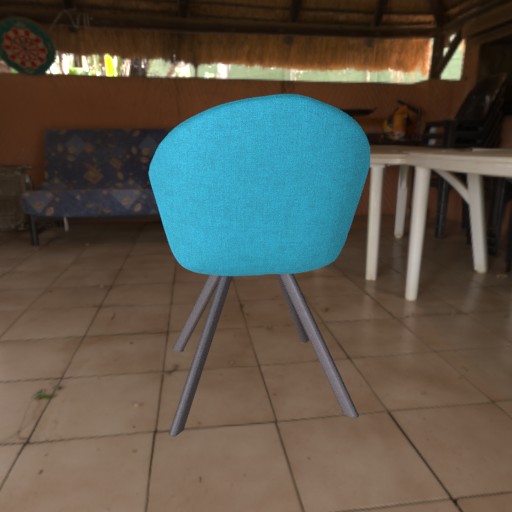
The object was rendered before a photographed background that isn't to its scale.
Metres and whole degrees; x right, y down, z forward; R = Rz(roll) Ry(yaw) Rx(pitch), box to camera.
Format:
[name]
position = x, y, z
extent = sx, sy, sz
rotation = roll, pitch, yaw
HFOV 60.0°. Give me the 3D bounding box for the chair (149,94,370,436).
[chair]
position = 0.000, 0.000, 1.196
extent = 0.545, 0.775, 0.565
rotation = -2, 15, -9
